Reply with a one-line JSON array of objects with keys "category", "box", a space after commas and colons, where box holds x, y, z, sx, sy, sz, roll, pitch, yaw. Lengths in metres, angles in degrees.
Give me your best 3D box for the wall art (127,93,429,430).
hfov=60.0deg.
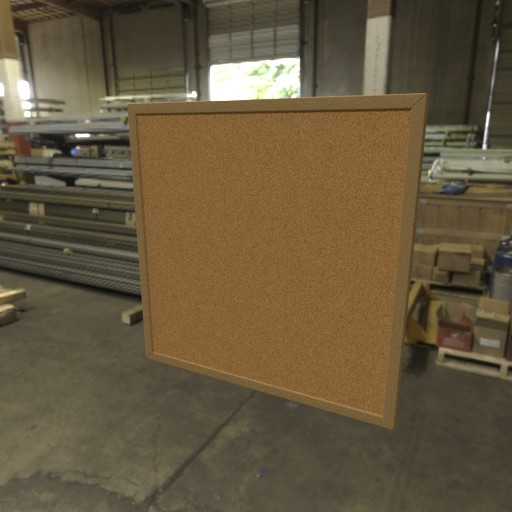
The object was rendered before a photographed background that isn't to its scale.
[{"category": "wall art", "box": [0.000, 0.000, 1.142, 0.761, 0.761, 0.037, 8, 18, 26]}]
